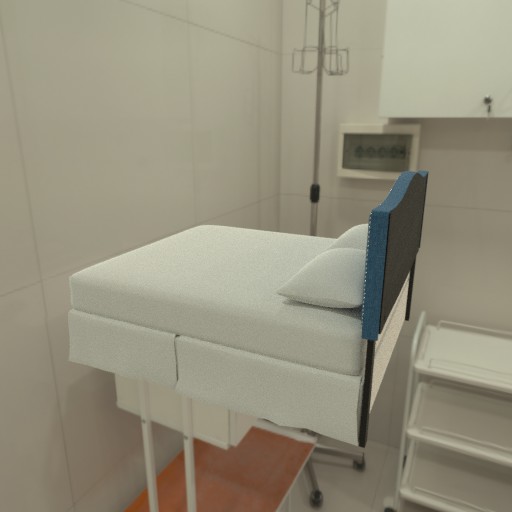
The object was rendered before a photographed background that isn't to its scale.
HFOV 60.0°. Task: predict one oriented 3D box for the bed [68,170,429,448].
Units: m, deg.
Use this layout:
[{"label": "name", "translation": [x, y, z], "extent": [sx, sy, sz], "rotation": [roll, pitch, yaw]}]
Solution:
[{"label": "bed", "translation": [0.000, 0.000, 2.894], "extent": [1.872, 1.169, 1.610], "rotation": [8, 19, 24]}]
